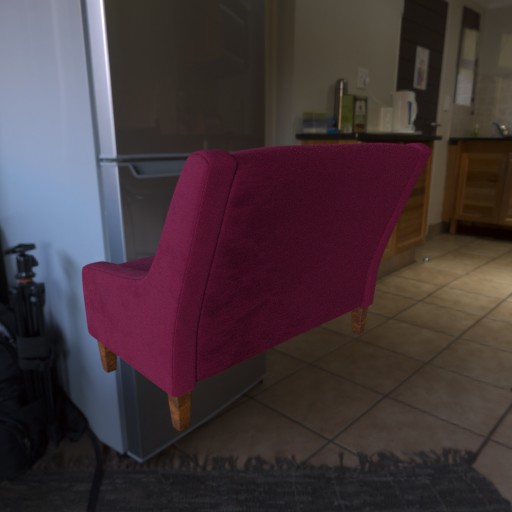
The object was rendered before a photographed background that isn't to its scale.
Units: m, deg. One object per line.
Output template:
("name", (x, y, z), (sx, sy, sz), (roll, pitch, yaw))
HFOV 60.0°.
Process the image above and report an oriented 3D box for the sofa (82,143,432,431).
("sofa", (0.000, 0.000, 1.965), (1.242, 0.976, 0.946), (-15, 21, -42))
